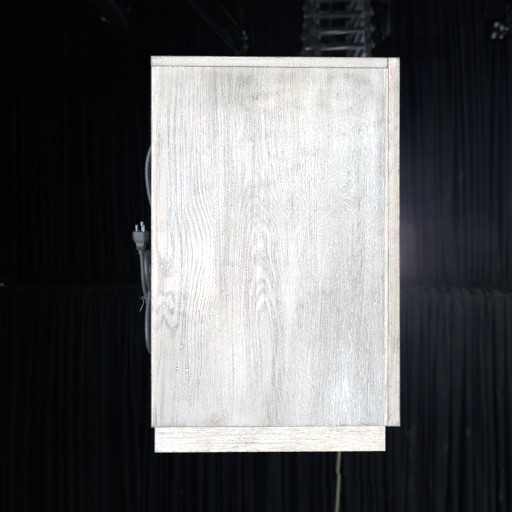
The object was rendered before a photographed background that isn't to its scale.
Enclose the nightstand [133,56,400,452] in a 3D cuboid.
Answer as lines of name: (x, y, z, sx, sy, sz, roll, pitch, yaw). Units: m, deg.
nightstand: (0.000, 0.000, 1.053, 0.483, 0.673, 0.612, 0, 0, -1)
